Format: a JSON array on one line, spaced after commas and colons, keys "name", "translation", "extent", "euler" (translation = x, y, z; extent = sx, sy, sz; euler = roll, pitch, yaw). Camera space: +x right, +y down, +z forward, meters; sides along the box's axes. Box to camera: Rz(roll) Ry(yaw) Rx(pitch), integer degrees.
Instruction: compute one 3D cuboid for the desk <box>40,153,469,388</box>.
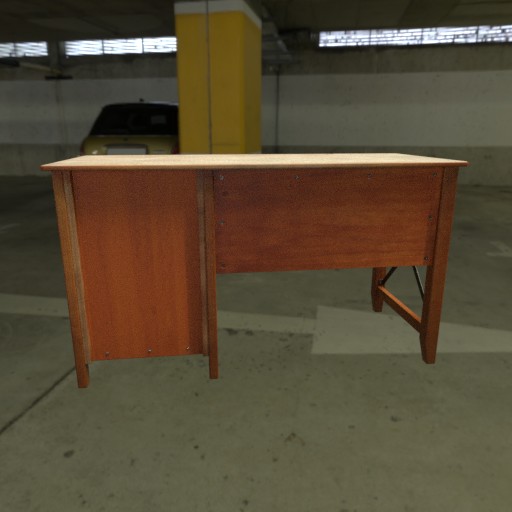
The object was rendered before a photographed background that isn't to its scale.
[{"name": "desk", "translation": [0.000, 0.000, 1.752], "extent": [1.353, 0.756, 0.574], "euler": [-2, 16, -7]}]
